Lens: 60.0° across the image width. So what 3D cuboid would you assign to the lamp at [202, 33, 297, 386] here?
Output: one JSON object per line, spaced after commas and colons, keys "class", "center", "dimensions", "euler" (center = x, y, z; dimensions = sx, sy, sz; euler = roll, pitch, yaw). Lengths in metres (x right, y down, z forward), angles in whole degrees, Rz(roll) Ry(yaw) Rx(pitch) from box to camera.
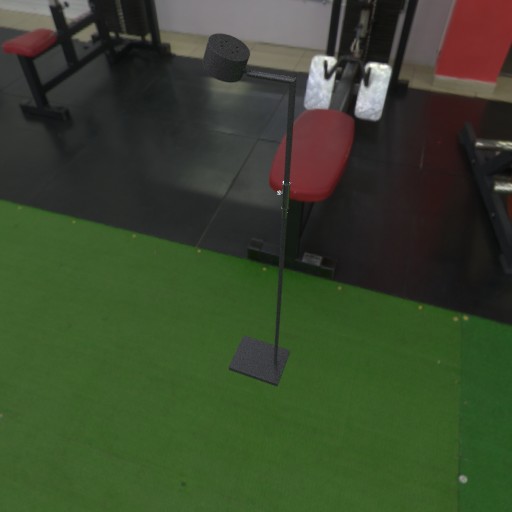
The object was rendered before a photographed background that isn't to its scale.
{"class": "lamp", "center": [0.000, 0.000, 1.721], "dimensions": [0.304, 1.600, 0.203], "euler": [15, 49, 14]}
